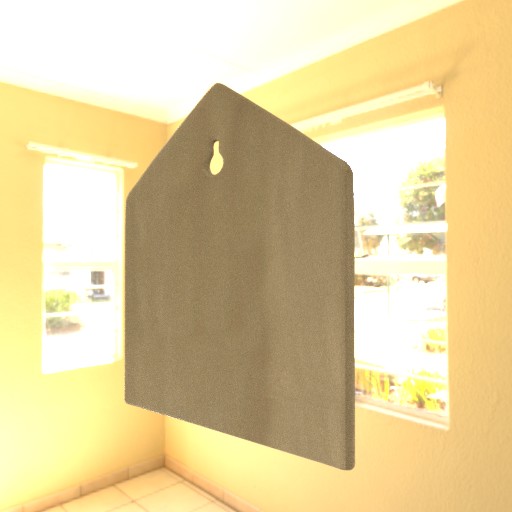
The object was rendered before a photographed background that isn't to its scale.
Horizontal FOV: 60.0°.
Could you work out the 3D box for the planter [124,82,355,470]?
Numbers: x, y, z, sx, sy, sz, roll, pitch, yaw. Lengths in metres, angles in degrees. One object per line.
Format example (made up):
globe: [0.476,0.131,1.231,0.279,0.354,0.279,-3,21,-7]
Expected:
planter: [0.000,0.000,0.277,0.163,0.194,0.080,0,-1,37]
